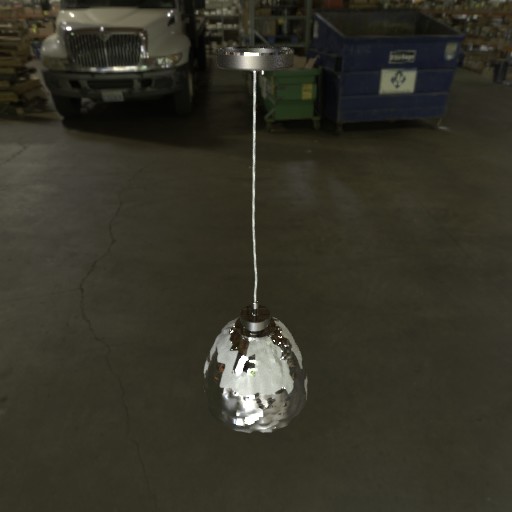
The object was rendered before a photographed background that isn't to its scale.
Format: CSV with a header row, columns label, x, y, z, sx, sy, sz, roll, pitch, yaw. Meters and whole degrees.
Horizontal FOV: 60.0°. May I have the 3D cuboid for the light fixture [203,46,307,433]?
label,x,y,z,sx,sy,sz,roll,pitch,yaw
light fixture,0.000,0.000,1.783,0.500,1.511,0.496,-8,30,-14
